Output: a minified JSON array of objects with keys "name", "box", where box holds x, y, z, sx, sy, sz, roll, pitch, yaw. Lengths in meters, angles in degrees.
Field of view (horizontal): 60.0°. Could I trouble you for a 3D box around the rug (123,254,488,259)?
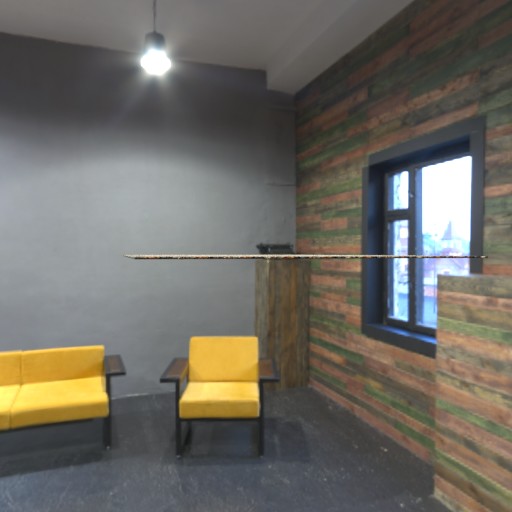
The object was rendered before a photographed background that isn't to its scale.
[{"name":"rug","box":[0.000,0.000,2.278,1.278,0.009,1.730,0,0,-18]}]
